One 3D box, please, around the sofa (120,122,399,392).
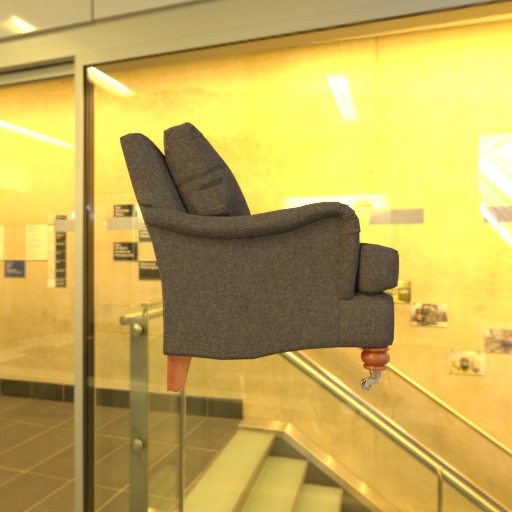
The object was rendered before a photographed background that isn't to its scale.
[{"bbox_3d":[0.000,0.000,2.707,1.087,1.054,2.160,0,0,-2],"label":"sofa"}]
